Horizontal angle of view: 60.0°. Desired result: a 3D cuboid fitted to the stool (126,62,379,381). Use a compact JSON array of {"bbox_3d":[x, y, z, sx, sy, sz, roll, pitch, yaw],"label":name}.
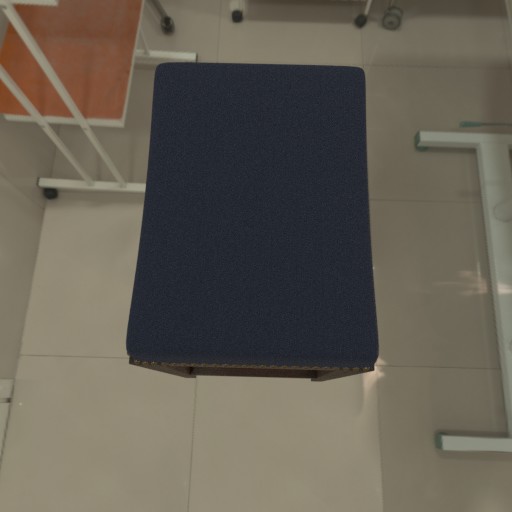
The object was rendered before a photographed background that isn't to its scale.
[{"bbox_3d":[0.000,0.000,0.945,0.361,0.642,0.500,1,74,0],"label":"stool"}]
